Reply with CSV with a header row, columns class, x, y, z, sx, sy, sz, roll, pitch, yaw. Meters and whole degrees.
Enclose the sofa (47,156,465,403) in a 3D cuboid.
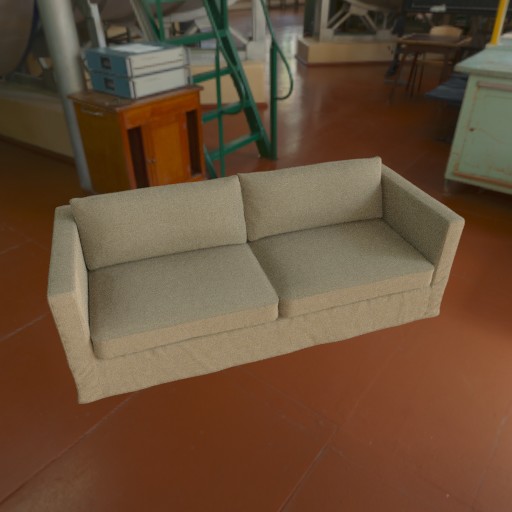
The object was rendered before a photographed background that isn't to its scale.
class,x,y,z,sx,sy,sz,roll,pitch,yaw
sofa,0.000,0.000,2.762,2.296,0.847,0.956,-10,35,-15
